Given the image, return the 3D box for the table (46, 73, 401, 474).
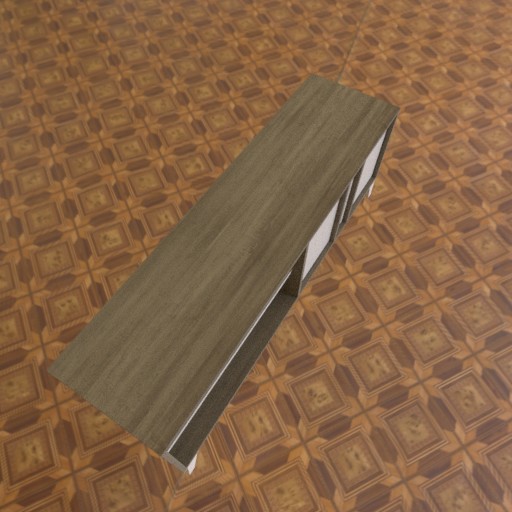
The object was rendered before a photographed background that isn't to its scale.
[{"bbox_3d":[0.000,0.000,1.705,0.400,0.530,1.500,29,63,16],"label":"table"}]
